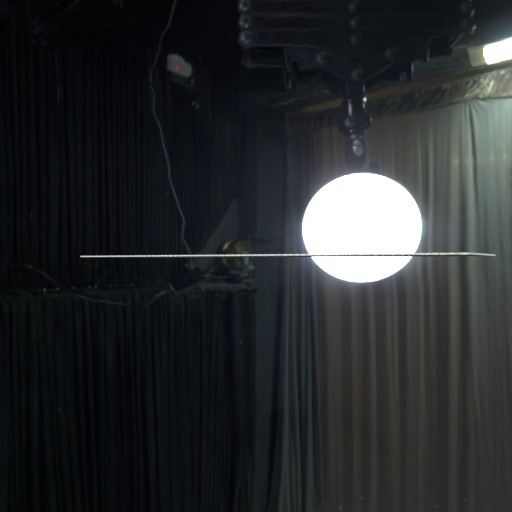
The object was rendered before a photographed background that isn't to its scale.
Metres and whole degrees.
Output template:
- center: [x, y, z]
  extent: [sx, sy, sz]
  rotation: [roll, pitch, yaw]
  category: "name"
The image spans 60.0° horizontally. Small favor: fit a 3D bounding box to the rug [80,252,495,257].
- center: [0.000, 0.000, 2.457]
  extent: [2.277, 0.008, 0.676]
  rotation: [0, -1, 35]
  category: "rug"
